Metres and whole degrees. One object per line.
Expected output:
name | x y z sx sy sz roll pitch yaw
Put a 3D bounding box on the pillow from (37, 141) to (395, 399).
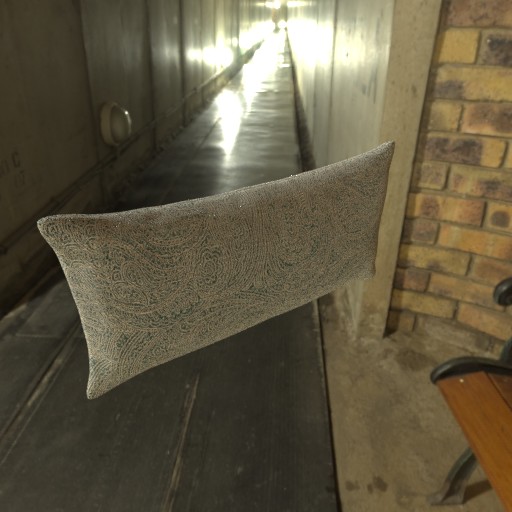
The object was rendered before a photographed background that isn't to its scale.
pillow | 0.000 0.000 0.736 0.615 0.295 0.151 -19 35 -29
